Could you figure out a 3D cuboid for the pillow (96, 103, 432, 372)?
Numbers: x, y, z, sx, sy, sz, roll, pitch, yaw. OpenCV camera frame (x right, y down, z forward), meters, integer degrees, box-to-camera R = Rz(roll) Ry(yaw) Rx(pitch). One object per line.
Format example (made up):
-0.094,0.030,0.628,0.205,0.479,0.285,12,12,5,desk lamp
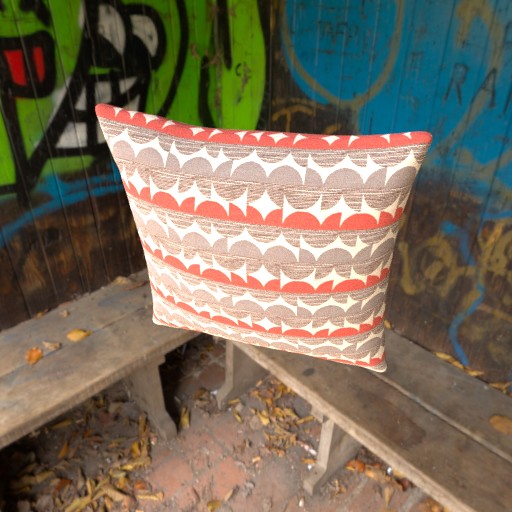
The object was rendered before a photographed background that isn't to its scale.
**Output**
0.000,0.000,0.641,0.420,0.410,0.180,10,33,15,pillow
